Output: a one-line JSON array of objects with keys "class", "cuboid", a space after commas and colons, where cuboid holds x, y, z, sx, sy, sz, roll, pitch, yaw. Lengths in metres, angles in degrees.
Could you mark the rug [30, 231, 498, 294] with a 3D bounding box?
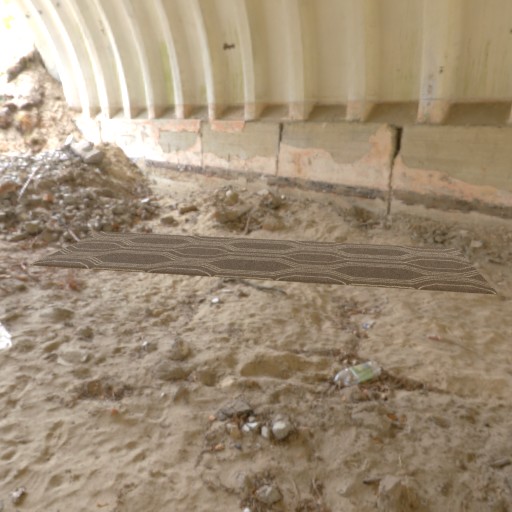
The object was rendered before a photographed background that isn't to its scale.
[{"class": "rug", "cuboid": [0.000, 0.000, 2.664, 2.464, 0.012, 0.773, 3, 18, 10]}]
